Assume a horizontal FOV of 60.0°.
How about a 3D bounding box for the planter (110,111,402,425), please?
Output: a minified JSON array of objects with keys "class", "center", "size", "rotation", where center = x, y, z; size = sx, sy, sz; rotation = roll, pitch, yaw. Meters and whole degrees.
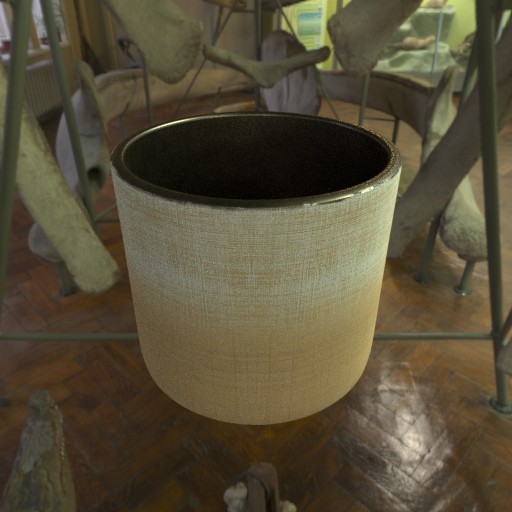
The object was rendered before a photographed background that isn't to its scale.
[{"class":"planter","center":[0.000,0.000,0.392],"size":[0.221,0.201,0.221],"rotation":[0,32,0]}]
